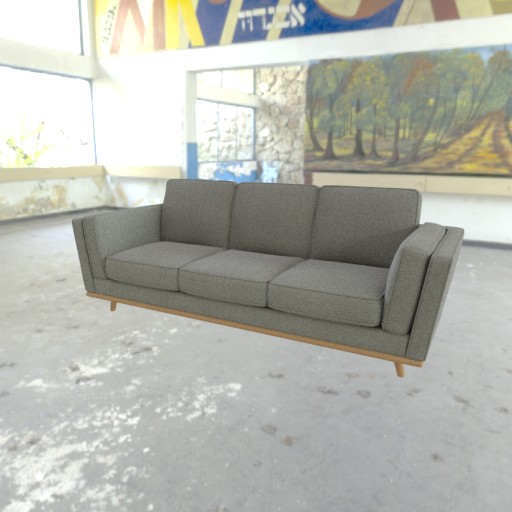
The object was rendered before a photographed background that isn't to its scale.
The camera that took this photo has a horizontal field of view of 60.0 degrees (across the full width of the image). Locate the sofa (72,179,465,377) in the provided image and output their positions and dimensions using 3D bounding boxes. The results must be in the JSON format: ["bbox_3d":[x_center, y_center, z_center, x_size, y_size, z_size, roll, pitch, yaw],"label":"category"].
[{"bbox_3d":[0.000,0.000,2.849,2.362,0.899,0.903,7,15,27],"label":"sofa"}]
